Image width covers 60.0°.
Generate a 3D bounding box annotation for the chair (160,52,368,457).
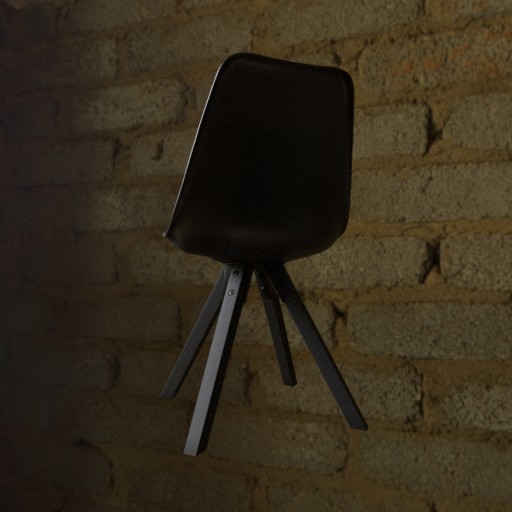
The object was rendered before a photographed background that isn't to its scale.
[{"bbox_3d":[0.000,0.000,1.192,0.485,0.850,0.530,0,-1,-20],"label":"chair"}]
